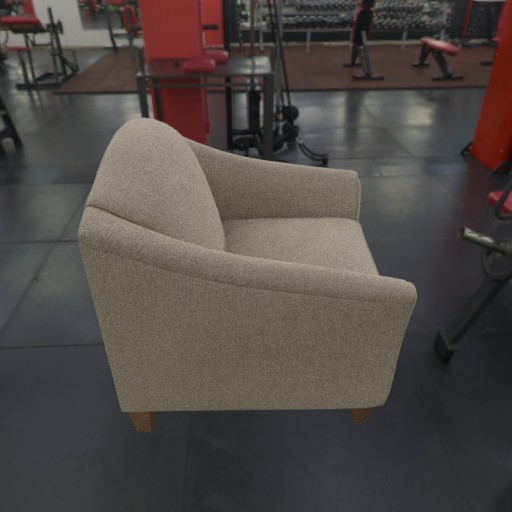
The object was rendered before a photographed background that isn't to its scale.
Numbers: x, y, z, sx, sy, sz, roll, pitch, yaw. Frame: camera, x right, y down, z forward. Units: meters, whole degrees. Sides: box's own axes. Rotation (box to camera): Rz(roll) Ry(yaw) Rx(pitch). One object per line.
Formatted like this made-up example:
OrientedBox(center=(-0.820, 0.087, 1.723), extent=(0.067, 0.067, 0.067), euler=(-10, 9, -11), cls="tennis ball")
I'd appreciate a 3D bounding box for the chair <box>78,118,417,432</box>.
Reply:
OrientedBox(center=(0.000, 0.000, 1.420), extent=(0.787, 0.839, 0.763), euler=(0, 33, 0), cls="chair")
